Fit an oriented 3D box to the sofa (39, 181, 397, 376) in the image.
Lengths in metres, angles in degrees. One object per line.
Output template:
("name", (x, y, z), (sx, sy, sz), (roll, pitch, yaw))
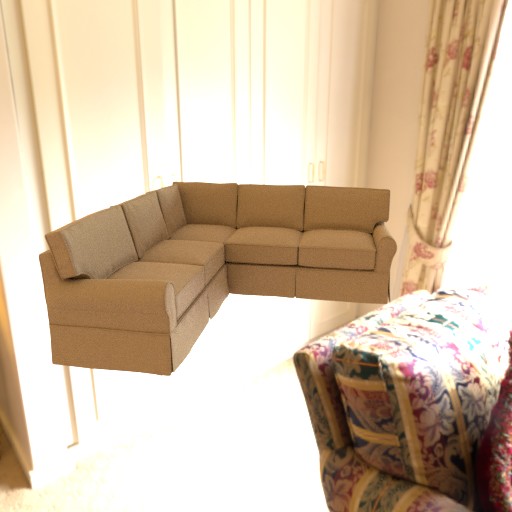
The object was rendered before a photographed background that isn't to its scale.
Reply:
("sofa", (0.000, 0.000, 4.287), (2.733, 1.124, 2.730), (3, 17, 10))
